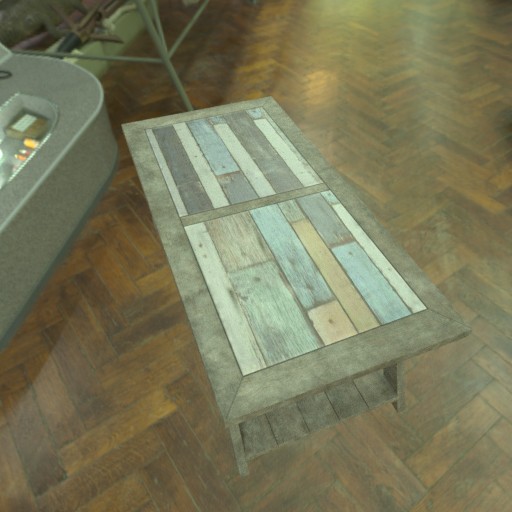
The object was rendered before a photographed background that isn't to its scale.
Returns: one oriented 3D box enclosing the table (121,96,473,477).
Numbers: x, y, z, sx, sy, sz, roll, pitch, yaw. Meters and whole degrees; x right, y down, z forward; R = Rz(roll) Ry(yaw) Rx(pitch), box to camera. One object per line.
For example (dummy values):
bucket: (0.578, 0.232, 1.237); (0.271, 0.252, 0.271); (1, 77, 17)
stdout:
table: (0.000, 0.000, 1.517); (0.610, 0.470, 1.219); (-16, 49, -14)
